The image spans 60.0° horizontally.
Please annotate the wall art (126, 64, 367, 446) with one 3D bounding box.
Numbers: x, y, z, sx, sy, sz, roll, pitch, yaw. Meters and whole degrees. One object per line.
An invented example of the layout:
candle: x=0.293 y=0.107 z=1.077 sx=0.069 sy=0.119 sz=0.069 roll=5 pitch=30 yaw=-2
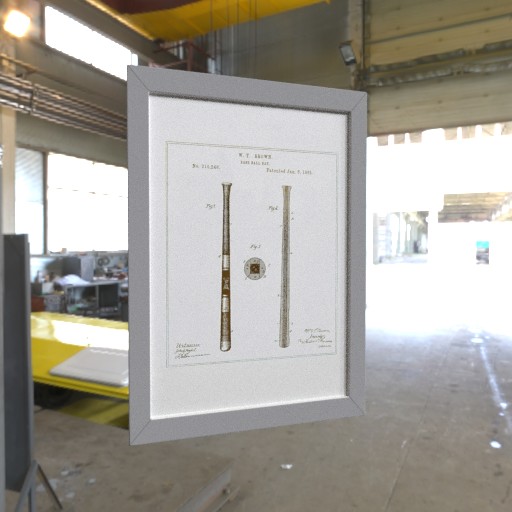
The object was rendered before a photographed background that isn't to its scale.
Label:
wall art: x=0.000 y=0.000 z=0.674 sx=0.374 sy=0.529 sz=0.012 roll=0 pitch=1 yaw=-18
